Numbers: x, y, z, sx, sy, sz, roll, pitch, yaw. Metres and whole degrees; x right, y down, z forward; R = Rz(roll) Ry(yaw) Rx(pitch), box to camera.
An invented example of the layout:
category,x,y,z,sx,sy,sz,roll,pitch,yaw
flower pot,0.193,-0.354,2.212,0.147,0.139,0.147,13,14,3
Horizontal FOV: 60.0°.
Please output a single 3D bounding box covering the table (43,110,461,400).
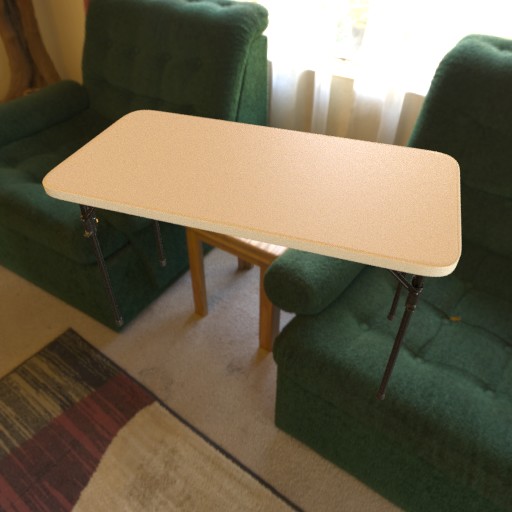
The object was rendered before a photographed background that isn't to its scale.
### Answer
category,x,y,z,sx,sy,sz,roll,pitch,yaw
table,0.000,0.000,1.637,1.219,0.729,0.610,12,43,14
